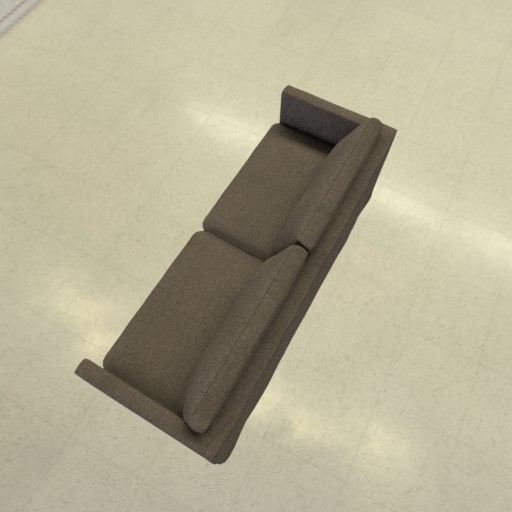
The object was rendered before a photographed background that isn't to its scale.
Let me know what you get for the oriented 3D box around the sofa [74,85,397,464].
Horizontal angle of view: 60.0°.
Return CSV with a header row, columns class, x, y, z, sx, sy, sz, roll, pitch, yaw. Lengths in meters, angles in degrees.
class,x,y,z,sx,sy,sz,roll,pitch,yaw
sofa,0.000,0.000,3.376,1.036,0.998,2.779,27,67,13
